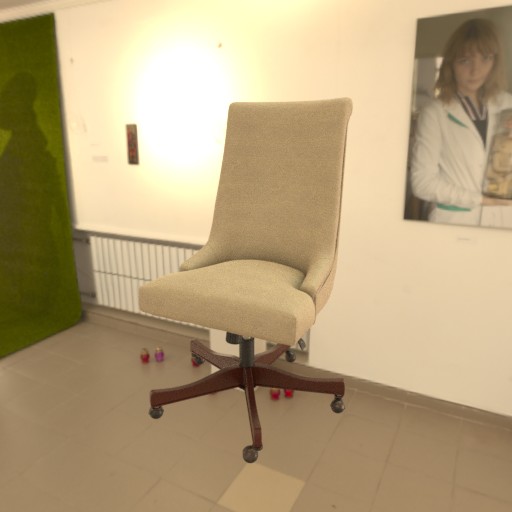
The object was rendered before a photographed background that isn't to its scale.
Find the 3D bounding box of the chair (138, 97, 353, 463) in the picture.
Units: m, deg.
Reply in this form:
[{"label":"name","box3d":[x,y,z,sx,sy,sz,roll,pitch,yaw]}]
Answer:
[{"label":"chair","box3d":[0.000,0.000,1.466,0.645,1.010,0.696,8,17,26]}]
